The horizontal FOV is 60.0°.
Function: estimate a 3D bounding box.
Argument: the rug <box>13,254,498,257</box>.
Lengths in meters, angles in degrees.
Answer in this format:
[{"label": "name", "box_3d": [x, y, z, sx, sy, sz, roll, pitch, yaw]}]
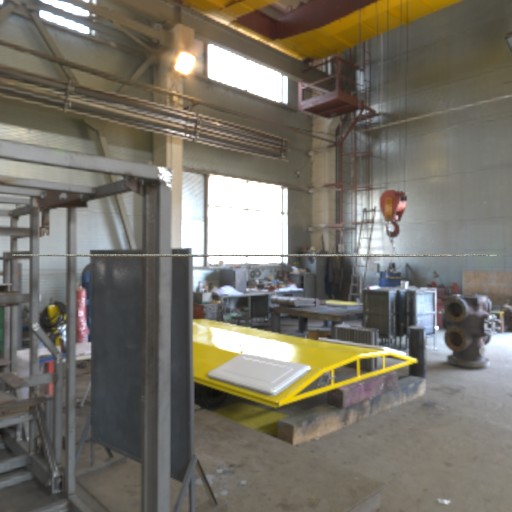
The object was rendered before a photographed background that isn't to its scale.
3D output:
[{"label": "rug", "box_3d": [0.000, 0.000, 2.843, 2.283, 0.006, 1.521, 0, 0, 1]}]
